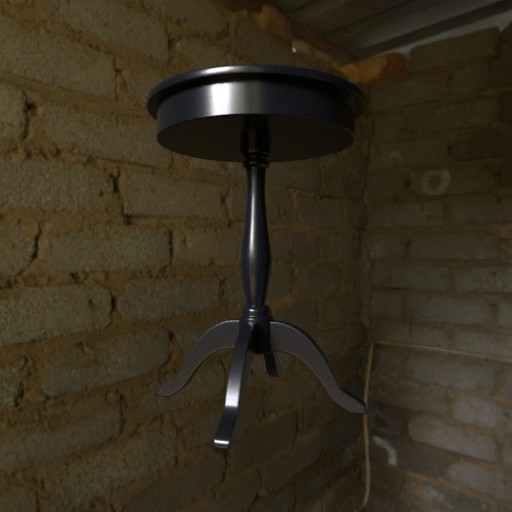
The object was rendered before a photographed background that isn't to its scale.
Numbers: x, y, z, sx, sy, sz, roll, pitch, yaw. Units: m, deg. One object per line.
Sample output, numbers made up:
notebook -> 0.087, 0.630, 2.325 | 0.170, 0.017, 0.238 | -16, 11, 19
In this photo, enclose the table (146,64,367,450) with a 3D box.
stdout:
table -> 0.000, 0.000, 0.999 | 0.481, 0.665, 0.481 | 0, 1, 0
